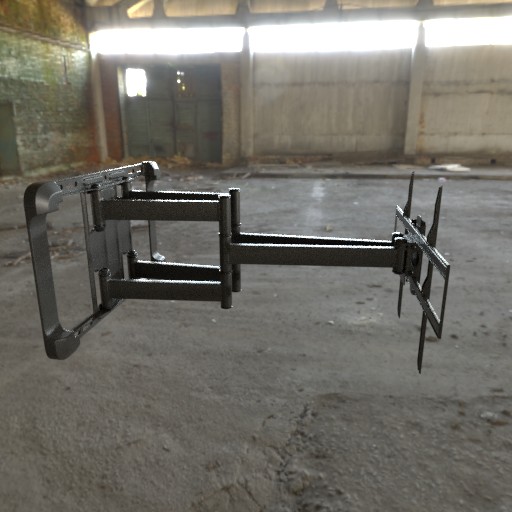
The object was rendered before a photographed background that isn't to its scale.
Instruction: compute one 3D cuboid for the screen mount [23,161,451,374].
[{"bbox_3d":[0.000,0.000,1.290,0.905,0.483,0.725,3,16,9],"label":"screen mount"}]
